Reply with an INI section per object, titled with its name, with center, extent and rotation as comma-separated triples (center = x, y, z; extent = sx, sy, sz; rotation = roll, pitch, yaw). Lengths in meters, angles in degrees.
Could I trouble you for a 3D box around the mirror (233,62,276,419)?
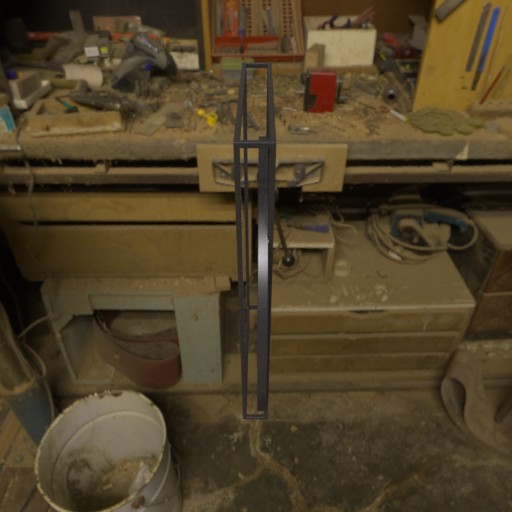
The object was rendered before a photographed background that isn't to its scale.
[mirror]
center = 0.000, 0.000, 0.832
extent = 0.051, 0.603, 0.508
rotation = 0, 39, 0
